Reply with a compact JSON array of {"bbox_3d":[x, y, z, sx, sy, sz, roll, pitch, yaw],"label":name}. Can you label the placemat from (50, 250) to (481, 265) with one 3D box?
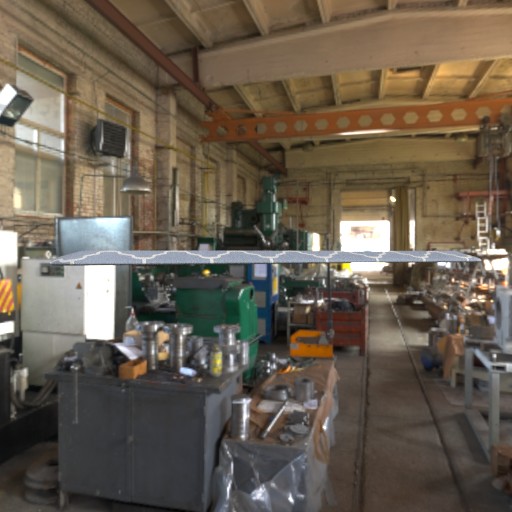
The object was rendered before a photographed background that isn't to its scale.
[{"bbox_3d":[0.000,0.000,0.954,0.762,0.021,0.508,0,0,-19],"label":"placemat"}]
